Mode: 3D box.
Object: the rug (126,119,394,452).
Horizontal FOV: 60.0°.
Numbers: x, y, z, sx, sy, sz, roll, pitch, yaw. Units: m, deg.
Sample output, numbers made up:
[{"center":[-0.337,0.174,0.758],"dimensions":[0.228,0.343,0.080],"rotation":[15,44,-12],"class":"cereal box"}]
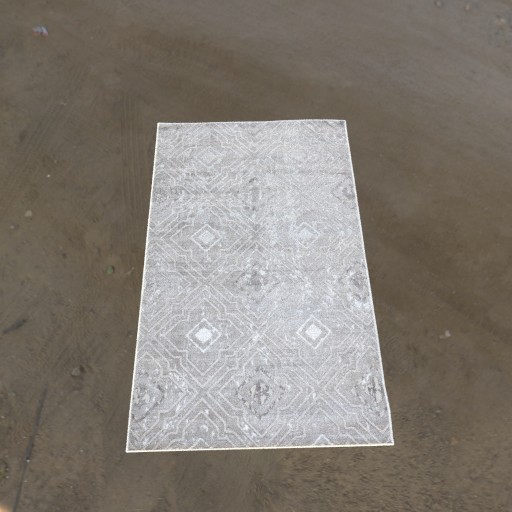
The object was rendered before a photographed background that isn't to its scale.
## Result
[{"center":[0.000,0.000,3.063],"dimensions":[1.537,0.036,2.447],"rotation":[-1,64,-1],"class":"rug"}]
